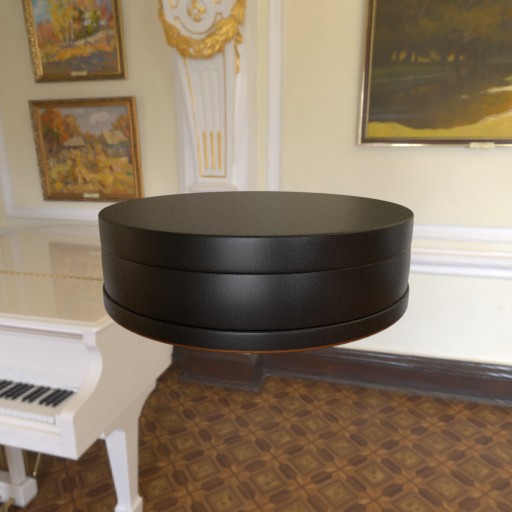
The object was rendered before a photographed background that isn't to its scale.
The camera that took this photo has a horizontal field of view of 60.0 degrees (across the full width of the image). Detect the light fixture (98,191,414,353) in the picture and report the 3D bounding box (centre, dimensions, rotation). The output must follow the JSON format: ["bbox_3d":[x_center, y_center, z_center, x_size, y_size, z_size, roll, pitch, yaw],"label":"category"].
[{"bbox_3d":[0.000,0.000,0.427,0.283,0.097,0.283,0,14,0],"label":"light fixture"}]
